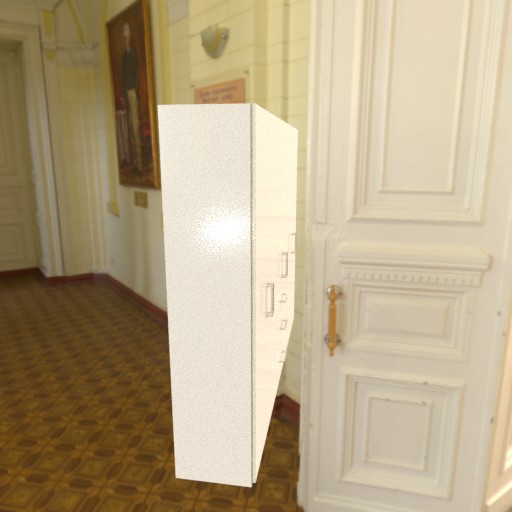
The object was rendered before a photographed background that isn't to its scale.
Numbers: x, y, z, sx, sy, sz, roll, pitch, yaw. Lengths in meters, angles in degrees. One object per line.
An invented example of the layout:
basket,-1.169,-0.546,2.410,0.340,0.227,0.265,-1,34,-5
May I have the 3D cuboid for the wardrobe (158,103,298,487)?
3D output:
wardrobe,0.000,0.000,4.071,0.580,2.360,3.000,2,13,9
